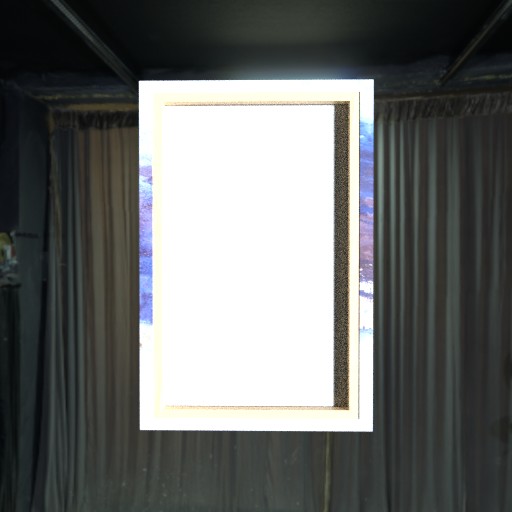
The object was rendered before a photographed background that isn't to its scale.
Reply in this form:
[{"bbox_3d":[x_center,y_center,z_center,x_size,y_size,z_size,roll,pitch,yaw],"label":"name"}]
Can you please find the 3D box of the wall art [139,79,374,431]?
[{"bbox_3d":[0.000,0.000,1.130,0.583,0.874,0.048,0,1,1],"label":"wall art"}]
